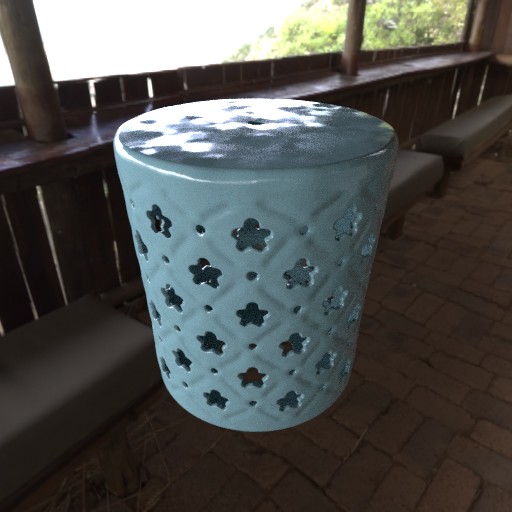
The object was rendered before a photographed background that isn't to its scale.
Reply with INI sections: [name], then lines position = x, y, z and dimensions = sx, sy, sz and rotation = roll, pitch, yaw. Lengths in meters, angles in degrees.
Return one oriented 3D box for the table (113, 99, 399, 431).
[table]
position = 0.000, 0.000, 0.653
dimensions = 0.352, 0.387, 0.352
rotation = 0, 30, 0
